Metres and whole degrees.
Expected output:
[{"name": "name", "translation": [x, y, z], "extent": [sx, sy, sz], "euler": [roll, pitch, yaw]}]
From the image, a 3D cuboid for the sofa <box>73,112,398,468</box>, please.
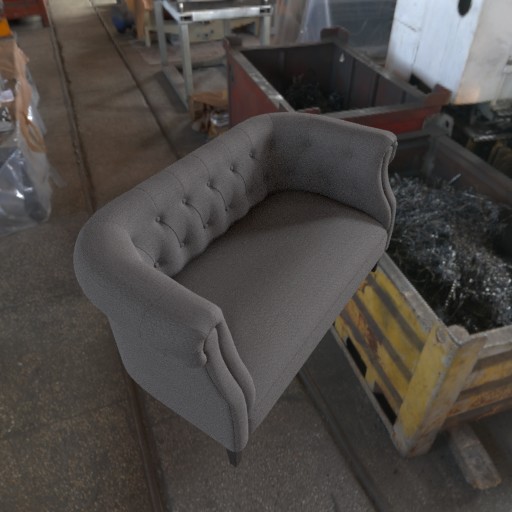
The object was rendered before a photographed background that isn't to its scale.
[{"name": "sofa", "translation": [0.000, 0.000, 2.041], "extent": [0.835, 0.827, 1.558], "euler": [24, 47, 25]}]
